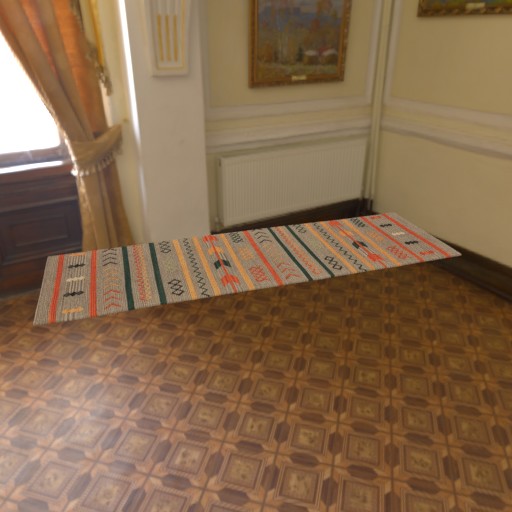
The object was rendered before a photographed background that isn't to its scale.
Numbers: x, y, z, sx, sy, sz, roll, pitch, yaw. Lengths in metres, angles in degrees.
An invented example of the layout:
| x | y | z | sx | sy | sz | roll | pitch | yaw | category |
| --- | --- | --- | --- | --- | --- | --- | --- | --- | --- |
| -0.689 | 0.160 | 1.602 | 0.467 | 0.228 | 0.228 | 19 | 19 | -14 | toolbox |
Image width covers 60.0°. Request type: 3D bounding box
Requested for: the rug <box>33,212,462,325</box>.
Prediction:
| x | y | z | sx | sy | sz | roll | pitch | yaw | category |
| --- | --- | --- | --- | --- | --- | --- | --- | --- | --- |
| 0.000 | 0.000 | 2.702 | 2.419 | 0.022 | 0.744 | -8 | 28 | -16 | rug |
